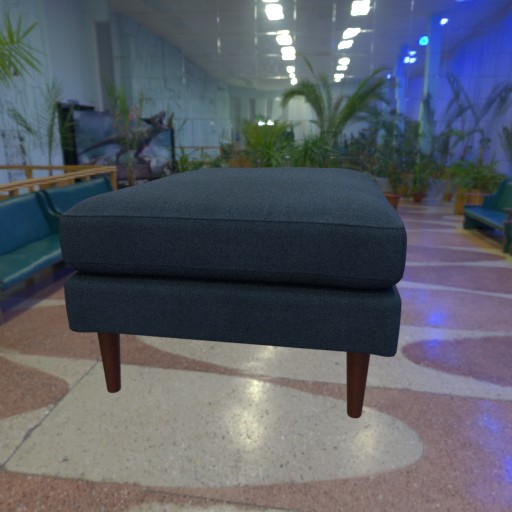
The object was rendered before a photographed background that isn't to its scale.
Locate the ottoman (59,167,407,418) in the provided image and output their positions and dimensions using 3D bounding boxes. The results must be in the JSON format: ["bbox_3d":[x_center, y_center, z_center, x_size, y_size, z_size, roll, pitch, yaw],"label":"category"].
[{"bbox_3d":[0.000,0.000,1.260,0.693,0.474,0.821,3,16,10],"label":"ottoman"}]
